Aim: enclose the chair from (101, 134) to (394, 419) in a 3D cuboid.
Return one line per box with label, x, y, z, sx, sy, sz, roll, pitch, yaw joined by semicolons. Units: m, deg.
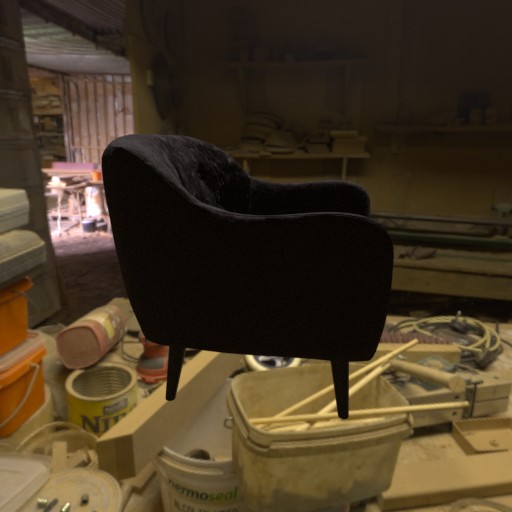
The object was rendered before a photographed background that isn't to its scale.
chair;0.000;0.000;1.521;0.819;0.807;0.840;3;16;9
